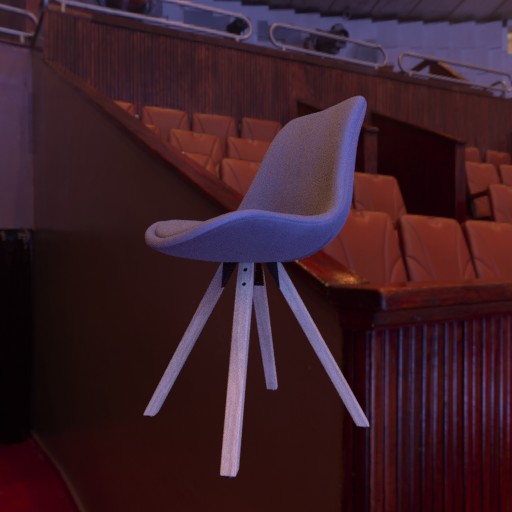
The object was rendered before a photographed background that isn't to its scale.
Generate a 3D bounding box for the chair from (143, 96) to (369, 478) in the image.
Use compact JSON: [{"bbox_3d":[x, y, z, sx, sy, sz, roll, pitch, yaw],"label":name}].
[{"bbox_3d":[0.000,0.000,1.161,0.547,0.865,0.483,0,0,-36],"label":"chair"}]
